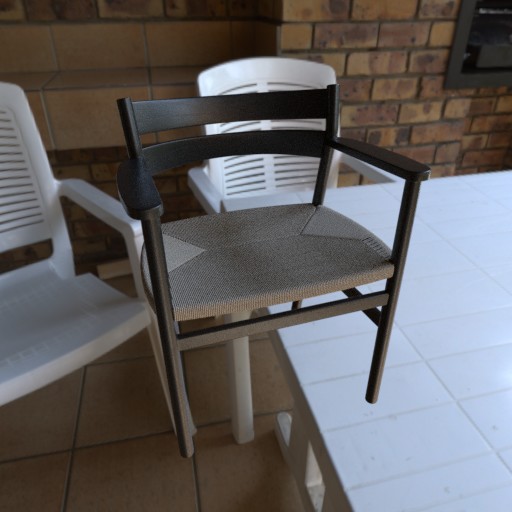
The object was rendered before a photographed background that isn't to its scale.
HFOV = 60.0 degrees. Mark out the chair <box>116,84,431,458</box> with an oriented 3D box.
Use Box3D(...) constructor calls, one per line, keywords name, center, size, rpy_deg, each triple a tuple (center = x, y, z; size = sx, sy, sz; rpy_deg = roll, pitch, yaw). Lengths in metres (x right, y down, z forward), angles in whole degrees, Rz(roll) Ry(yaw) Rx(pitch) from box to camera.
Box3D(name="chair", center=(0.000, 0.000, 1.162), size=(0.630, 0.775, 0.508), rpy_deg=(-10, 33, -16))
